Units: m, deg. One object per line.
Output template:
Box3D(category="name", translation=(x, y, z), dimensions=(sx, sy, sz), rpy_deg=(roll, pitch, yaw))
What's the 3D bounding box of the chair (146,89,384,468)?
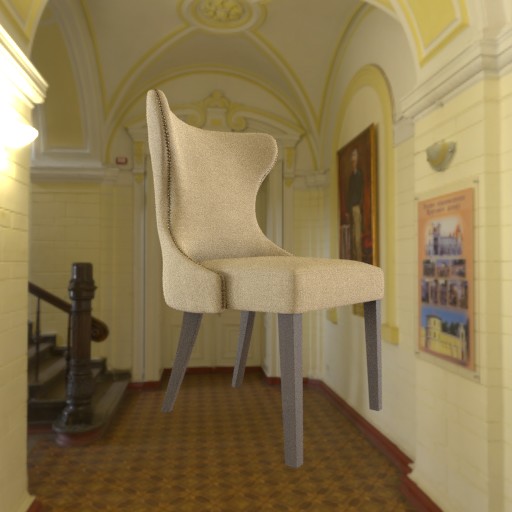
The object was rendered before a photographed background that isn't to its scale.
Box3D(category="chair", translation=(0.000, 0.000, 1.390), dimensions=(0.635, 0.967, 0.628), rpy_deg=(-1, -1, 37))
